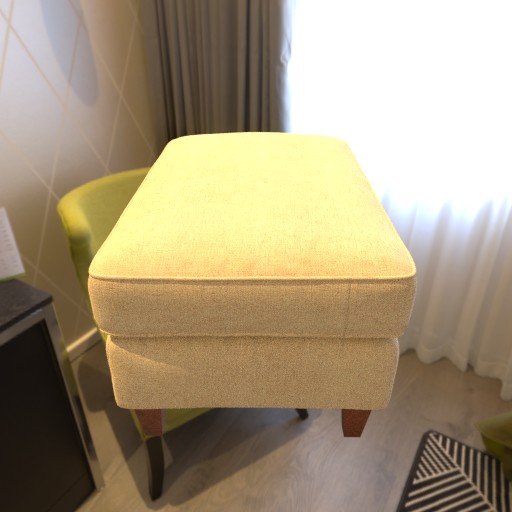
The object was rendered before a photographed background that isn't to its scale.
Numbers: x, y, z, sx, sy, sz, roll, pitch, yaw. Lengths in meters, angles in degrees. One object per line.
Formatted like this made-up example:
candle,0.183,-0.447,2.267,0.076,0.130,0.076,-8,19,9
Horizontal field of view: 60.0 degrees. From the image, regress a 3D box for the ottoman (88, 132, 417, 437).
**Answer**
ottoman,0.000,0.000,1.197,0.583,0.484,0.862,1,31,1
